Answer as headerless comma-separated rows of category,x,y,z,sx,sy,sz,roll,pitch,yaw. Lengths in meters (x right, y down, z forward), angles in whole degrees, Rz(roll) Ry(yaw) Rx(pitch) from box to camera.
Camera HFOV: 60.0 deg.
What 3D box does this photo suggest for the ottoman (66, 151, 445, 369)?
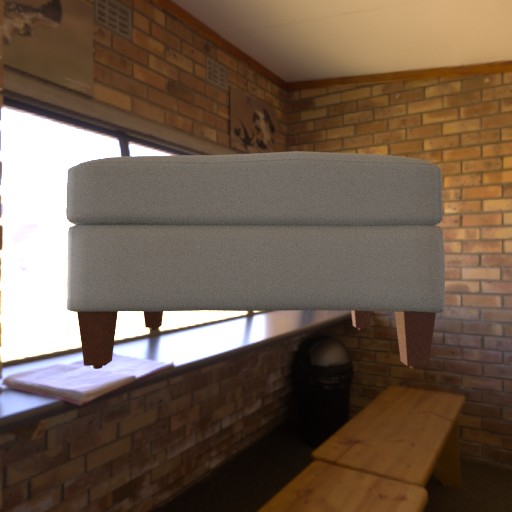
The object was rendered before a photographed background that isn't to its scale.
ottoman,0.000,0.000,1.230,0.818,0.496,0.634,0,0,0
